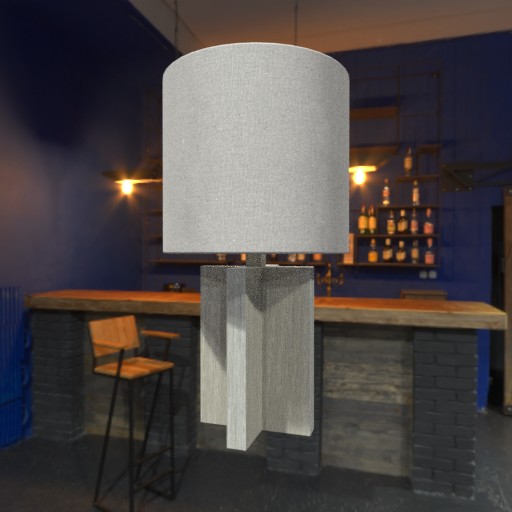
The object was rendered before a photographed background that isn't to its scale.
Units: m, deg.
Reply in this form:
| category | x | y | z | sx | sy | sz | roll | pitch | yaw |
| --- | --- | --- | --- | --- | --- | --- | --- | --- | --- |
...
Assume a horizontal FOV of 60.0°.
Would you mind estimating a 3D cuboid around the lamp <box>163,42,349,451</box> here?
| category | x | y | z | sx | sy | sz | roll | pitch | yaw |
| --- | --- | --- | --- | --- | --- | --- | --- | --- | --- |
| lamp | 0.000 | 0.000 | 0.557 | 0.229 | 0.428 | 0.229 | 0 | 1 | 18 |
